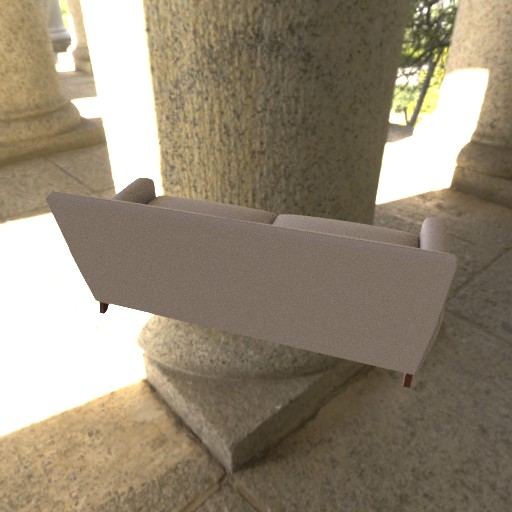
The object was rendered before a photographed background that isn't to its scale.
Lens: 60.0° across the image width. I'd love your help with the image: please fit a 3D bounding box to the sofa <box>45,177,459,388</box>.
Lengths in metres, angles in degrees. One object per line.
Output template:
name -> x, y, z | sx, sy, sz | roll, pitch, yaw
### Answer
sofa -> 0.000, 0.000, 2.489 | 2.000, 0.846, 0.875 | 10, 34, 16
